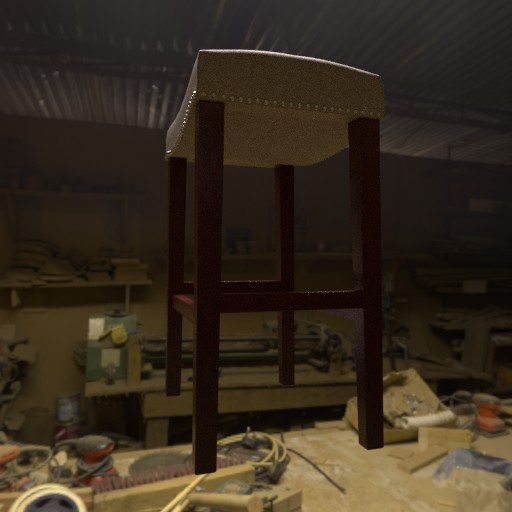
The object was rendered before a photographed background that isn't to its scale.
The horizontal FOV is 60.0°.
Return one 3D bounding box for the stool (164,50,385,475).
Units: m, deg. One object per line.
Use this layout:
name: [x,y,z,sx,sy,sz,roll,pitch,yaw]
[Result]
stool: [0.000,0.000,1.026,0.372,0.742,0.504,0,-1,-17]
